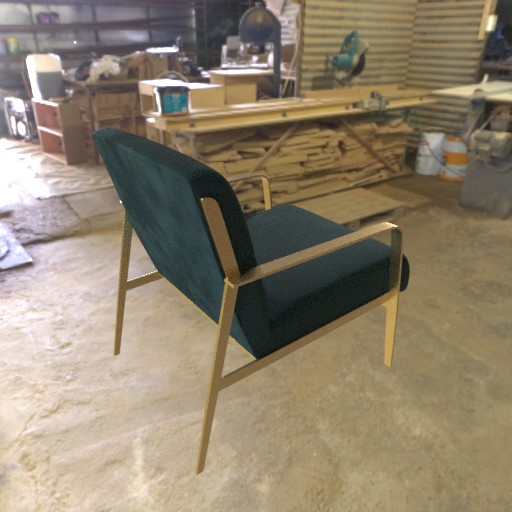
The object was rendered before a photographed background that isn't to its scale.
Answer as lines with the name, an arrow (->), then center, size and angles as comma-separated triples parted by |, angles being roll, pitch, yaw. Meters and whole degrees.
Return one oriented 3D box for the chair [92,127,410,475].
chair -> 0.000, 0.000, 1.471 | 0.859, 0.831, 0.692 | -18, 32, -32
